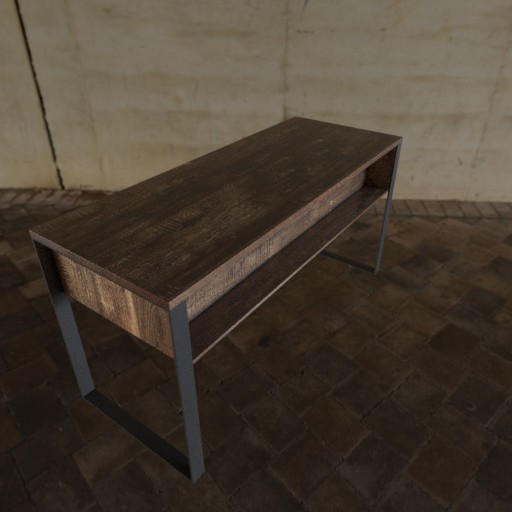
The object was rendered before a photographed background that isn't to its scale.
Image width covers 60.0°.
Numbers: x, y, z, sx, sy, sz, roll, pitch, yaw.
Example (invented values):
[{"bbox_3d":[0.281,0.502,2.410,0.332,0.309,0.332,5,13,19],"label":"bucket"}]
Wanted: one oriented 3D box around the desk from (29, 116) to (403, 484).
[{"bbox_3d":[0.000,0.000,1.918,0.599,0.762,1.524,22,39,30],"label":"desk"}]
